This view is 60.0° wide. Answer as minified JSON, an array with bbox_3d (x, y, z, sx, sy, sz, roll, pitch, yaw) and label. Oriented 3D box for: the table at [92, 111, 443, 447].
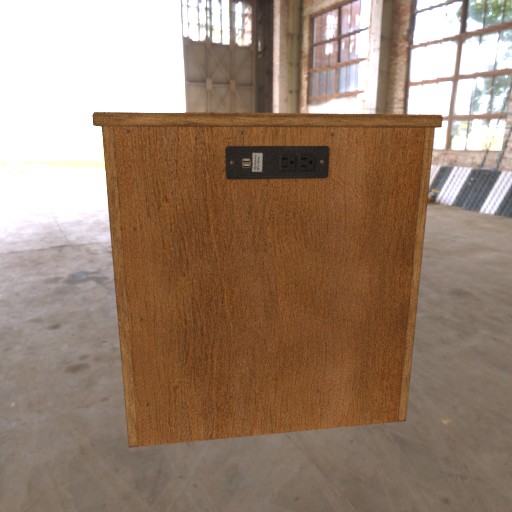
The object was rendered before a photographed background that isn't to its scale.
[{"bbox_3d":[0.000,0.000,1.059,0.601,0.625,0.494,-2,15,-8],"label":"table"}]
